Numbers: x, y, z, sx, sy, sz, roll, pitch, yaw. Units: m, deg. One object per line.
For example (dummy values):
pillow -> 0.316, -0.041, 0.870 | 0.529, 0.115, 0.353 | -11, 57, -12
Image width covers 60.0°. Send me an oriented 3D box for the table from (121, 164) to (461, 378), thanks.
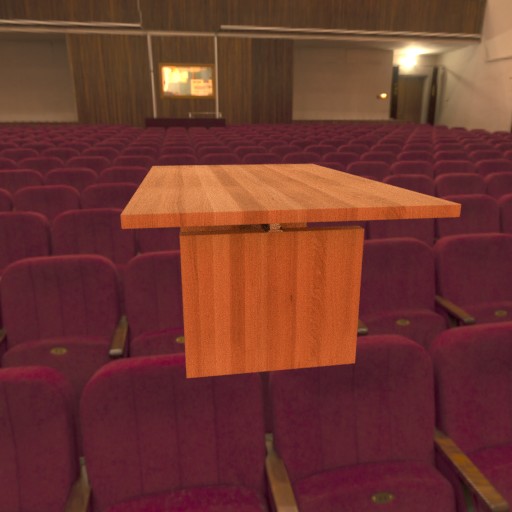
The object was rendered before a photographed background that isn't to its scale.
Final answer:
table -> 0.000, 0.000, 1.477 | 0.700, 0.510, 1.100 | -3, 16, -9
